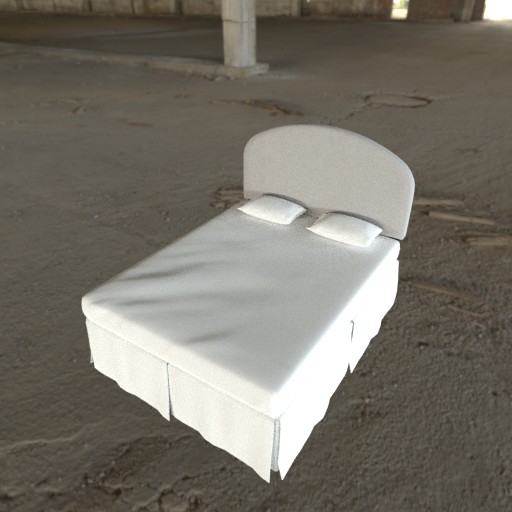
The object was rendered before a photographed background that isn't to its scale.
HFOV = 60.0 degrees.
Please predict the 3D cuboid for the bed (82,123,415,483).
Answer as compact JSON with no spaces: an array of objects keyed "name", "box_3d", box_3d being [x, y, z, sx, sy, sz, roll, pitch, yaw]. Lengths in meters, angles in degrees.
[{"name":"bed","box_3d":[0.000,0.000,3.126,1.607,1.410,2.005,19,36,28]}]
